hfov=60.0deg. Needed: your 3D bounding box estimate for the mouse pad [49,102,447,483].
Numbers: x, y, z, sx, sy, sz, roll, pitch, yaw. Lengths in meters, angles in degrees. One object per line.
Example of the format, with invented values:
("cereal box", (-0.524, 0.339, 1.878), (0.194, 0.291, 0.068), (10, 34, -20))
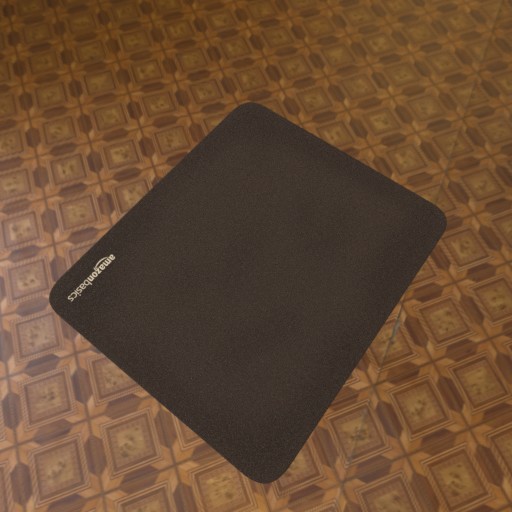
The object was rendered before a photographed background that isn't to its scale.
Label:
("mouse pad", (0.000, 0.000, 0.340), (0.211, 0.002, 0.249), (35, 69, 15))
